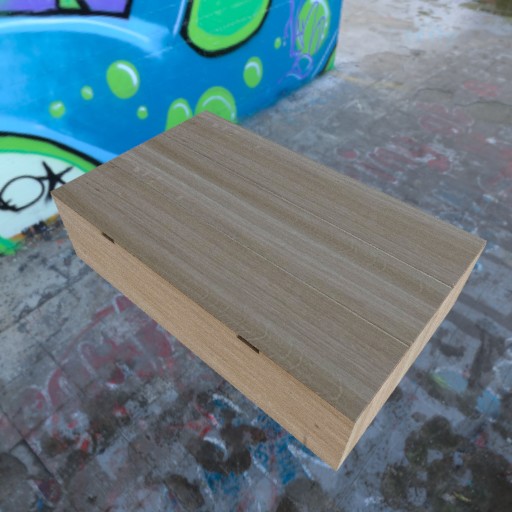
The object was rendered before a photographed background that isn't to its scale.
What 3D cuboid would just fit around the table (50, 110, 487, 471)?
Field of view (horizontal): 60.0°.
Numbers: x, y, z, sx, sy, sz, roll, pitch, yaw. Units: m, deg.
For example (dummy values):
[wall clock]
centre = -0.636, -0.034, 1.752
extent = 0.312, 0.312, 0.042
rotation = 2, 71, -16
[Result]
[table]
centre = 0.000, 0.000, 1.430
extent = 1.110, 0.353, 0.678
rotation = 32, 54, 27
